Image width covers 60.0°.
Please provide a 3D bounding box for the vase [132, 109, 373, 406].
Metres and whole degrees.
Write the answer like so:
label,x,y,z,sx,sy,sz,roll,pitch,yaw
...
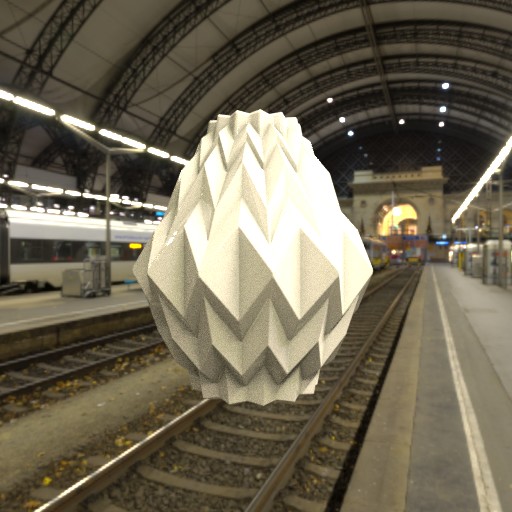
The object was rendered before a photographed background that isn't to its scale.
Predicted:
label,x,y,z,sx,sy,sz,roll,pitch,yaw
vase,0.000,0.000,0.311,0.164,0.185,0.164,0,0,0
